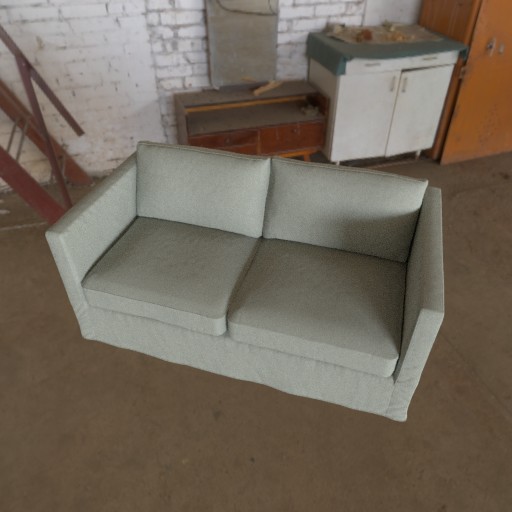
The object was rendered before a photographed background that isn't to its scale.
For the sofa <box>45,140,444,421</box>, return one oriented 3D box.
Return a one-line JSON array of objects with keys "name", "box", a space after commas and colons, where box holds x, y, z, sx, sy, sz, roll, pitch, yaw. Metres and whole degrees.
[{"name": "sofa", "box": [0.000, 0.000, 2.289, 1.727, 0.830, 0.944, 11, 41, 13]}]
